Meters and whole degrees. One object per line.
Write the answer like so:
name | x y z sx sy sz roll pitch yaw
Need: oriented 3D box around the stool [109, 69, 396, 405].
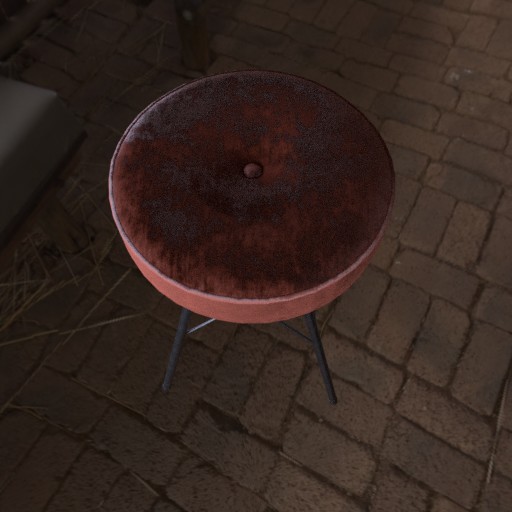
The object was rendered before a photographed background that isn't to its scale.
stool | 0.000 0.000 0.885 0.421 0.593 0.457 4 63 2
